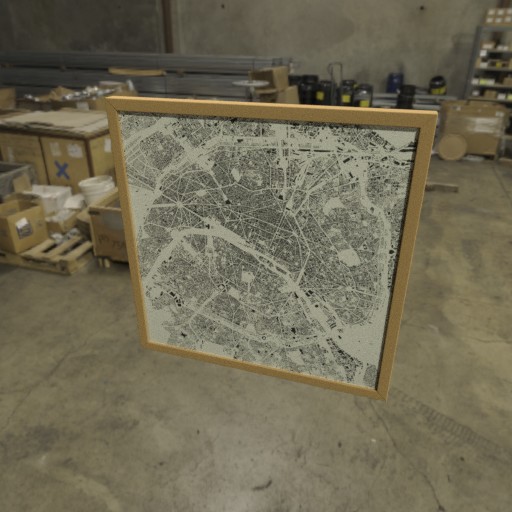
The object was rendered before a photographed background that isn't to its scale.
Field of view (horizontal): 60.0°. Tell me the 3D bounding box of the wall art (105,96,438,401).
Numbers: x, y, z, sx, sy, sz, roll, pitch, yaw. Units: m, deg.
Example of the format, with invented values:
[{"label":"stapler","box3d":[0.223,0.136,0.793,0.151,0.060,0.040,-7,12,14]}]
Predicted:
[{"label":"wall art","box3d":[0.000,0.000,1.161,0.761,0.761,0.037,8,28,16]}]
